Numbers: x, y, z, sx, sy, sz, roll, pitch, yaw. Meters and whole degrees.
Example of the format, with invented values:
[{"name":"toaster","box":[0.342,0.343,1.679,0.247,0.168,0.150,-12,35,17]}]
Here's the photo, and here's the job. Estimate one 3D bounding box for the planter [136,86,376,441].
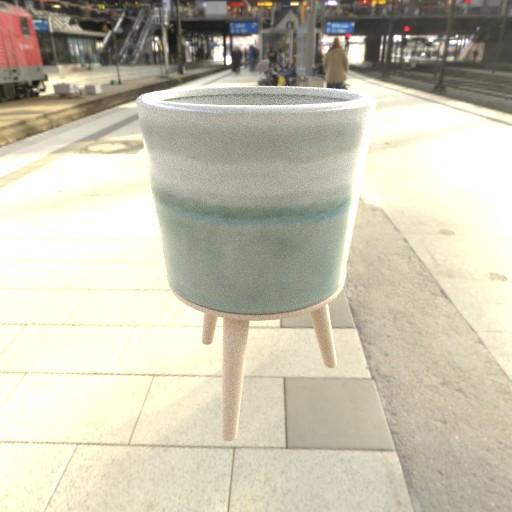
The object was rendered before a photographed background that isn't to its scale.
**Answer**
[{"name":"planter","box":[0.000,0.000,0.586,0.265,0.404,0.265,0,25,0]}]
